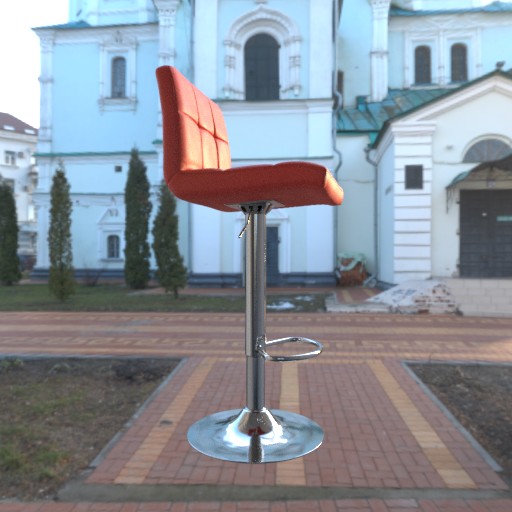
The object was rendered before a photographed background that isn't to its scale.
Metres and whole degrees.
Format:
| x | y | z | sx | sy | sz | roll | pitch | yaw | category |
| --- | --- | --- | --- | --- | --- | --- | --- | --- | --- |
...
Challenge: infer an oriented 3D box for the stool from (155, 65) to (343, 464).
| x | y | z | sx | sy | sz | roll | pitch | yaw | category |
| --- | --- | --- | --- | --- | --- | --- | --- | --- | --- |
| 0.000 | 0.000 | 1.392 | 0.505 | 1.115 | 0.430 | 0 | 0 | 17 | stool |
